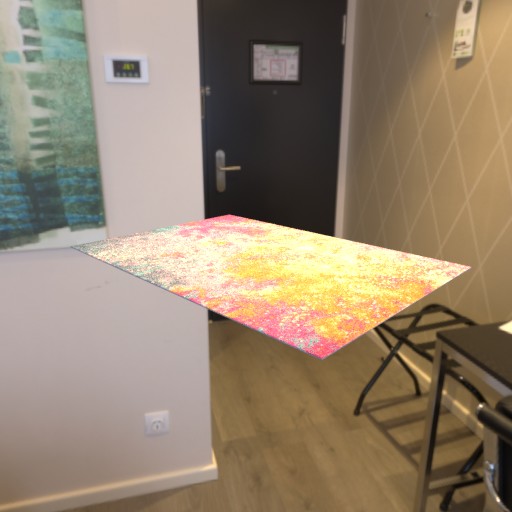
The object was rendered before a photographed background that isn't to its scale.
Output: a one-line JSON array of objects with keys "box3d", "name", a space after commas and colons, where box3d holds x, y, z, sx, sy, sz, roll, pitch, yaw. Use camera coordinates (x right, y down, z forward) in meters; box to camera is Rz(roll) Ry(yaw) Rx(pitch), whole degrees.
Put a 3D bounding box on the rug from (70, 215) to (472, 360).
[{"box3d": [0.000, 0.000, 3.837, 2.896, 0.013, 2.007, 16, 23, 42], "name": "rug"}]
